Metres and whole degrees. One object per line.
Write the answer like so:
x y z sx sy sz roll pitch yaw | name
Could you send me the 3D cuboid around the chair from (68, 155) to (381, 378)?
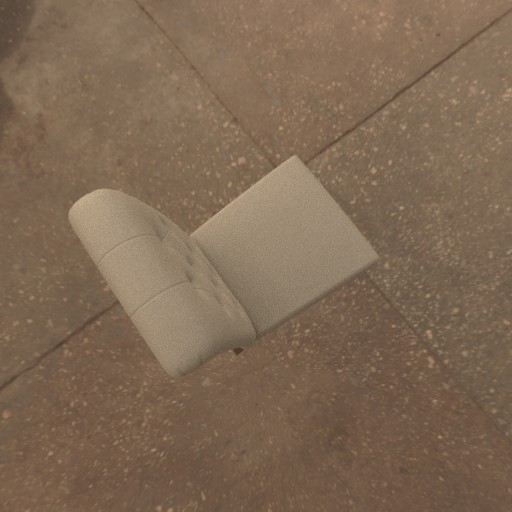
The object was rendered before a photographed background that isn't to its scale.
0.000 0.000 1.346 0.671 1.006 0.456 -35 78 -9 | chair
